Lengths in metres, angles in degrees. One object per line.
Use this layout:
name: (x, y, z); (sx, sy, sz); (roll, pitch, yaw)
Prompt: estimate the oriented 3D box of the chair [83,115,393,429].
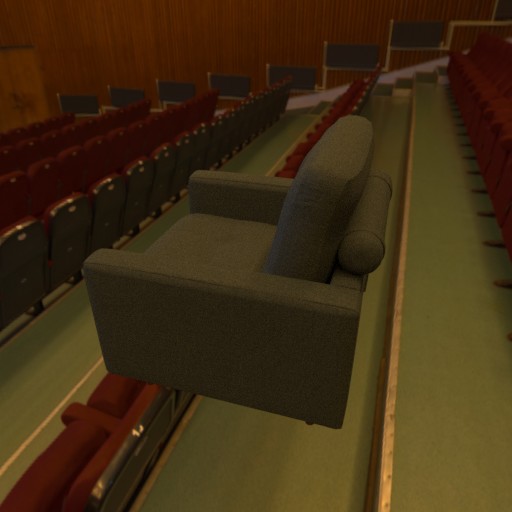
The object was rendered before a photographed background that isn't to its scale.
chair: (0.000, 0.000, 1.548); (0.843, 0.880, 0.821); (9, 32, 15)
